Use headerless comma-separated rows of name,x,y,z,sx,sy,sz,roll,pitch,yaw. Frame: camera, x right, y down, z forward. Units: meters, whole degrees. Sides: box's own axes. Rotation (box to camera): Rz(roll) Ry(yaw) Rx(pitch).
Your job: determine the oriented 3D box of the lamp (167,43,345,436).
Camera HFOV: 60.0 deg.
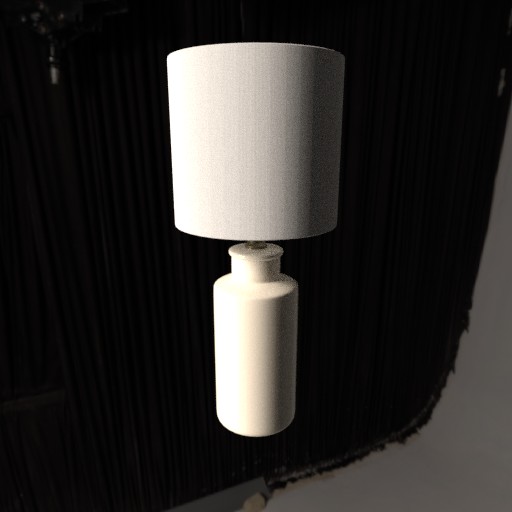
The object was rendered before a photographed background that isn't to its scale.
lamp,0.000,0.000,0.603,0.212,0.493,0.212,-7,17,-25
